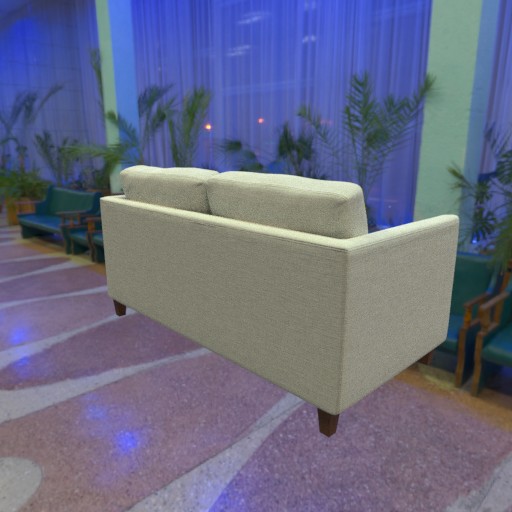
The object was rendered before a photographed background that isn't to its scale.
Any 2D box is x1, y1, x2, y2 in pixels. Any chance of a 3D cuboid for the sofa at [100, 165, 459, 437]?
[{"bbox_3d":[0.000,0.000,2.462,0.950,0.963,1.838,-14,20,-42],"label":"sofa"}]
